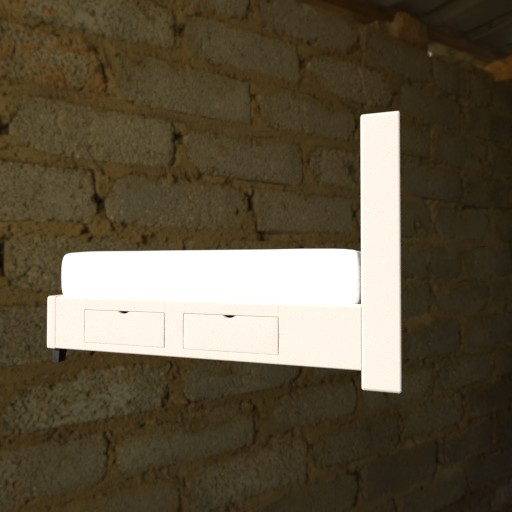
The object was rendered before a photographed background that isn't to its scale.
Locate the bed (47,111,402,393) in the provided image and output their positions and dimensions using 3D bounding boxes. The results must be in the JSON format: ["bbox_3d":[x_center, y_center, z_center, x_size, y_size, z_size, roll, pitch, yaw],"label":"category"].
[{"bbox_3d":[0.000,0.000,3.657,2.293,1.471,2.145,0,-1,18],"label":"bed"}]
